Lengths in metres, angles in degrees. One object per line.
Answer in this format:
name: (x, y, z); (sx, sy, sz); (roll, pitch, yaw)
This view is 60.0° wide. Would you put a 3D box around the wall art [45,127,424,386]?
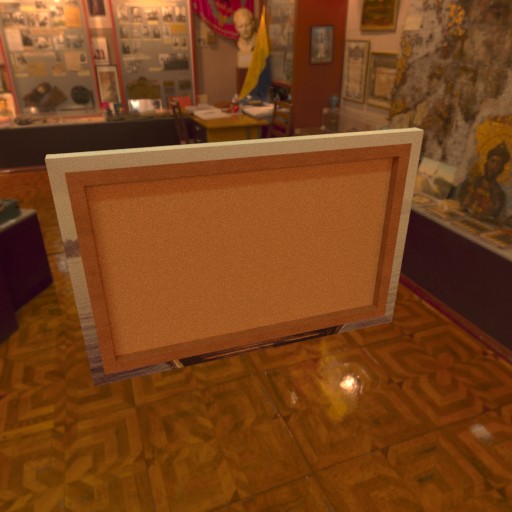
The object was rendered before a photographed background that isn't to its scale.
wall art: (0.000, 0.000, 1.181); (0.916, 0.609, 0.037); (-9, 28, -17)
